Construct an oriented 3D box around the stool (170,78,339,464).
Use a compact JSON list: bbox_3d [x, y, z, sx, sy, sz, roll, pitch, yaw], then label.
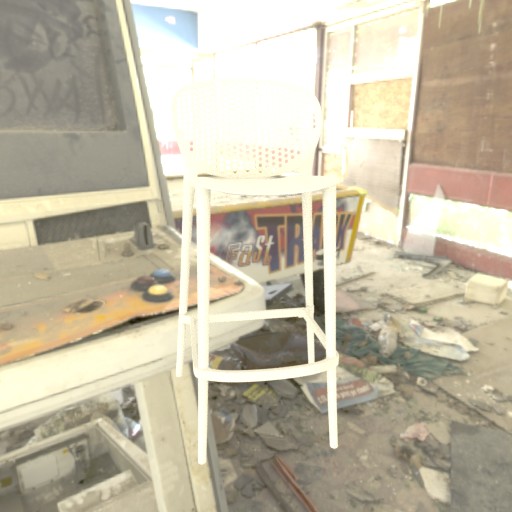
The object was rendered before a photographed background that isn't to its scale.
[{"bbox_3d":[0.000,0.000,1.343,0.536,1.045,0.535,-3,17,-9],"label":"stool"}]
